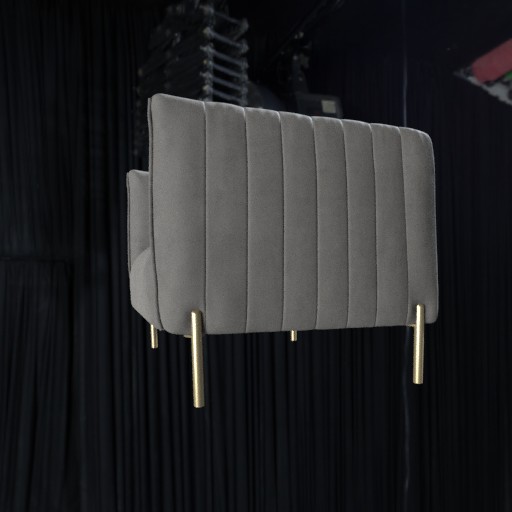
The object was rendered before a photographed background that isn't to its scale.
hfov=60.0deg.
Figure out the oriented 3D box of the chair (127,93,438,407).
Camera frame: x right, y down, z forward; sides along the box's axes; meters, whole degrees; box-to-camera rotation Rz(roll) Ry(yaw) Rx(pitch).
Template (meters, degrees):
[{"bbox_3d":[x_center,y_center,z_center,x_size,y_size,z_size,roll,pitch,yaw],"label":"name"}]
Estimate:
[{"bbox_3d":[0.000,0.000,1.632,0.873,0.779,0.981,1,-2,-20],"label":"chair"}]
